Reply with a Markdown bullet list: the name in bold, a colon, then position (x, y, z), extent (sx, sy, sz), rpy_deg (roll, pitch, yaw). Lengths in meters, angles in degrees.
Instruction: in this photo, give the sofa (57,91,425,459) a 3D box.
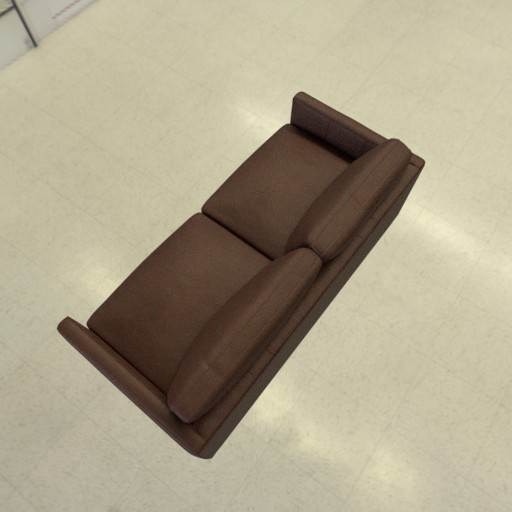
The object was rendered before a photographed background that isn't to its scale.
- **sofa**: position (0.000, 0.000, 2.500), extent (0.923, 0.863, 1.971), rpy_deg (35, 69, 16)
